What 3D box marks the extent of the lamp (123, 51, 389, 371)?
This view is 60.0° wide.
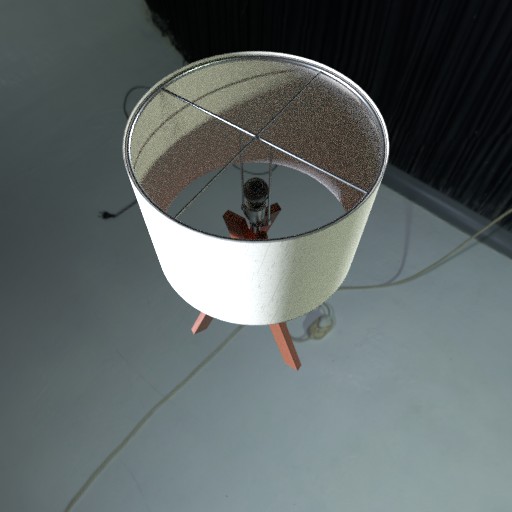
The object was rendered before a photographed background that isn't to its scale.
[{"bbox_3d":[0.000,0.000,0.931,0.380,0.686,0.380,31,63,18],"label":"lamp"}]
